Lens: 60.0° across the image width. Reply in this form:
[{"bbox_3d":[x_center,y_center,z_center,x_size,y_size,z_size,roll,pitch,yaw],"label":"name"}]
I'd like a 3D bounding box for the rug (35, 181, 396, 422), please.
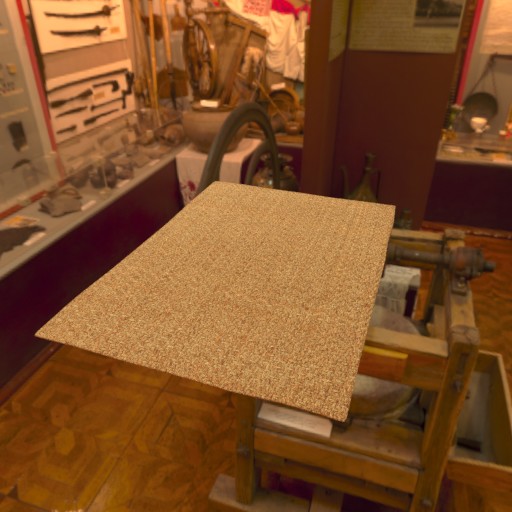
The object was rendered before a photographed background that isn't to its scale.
[{"bbox_3d":[0.000,0.000,2.806,1.566,0.013,2.141,10,33,17],"label":"rug"}]
